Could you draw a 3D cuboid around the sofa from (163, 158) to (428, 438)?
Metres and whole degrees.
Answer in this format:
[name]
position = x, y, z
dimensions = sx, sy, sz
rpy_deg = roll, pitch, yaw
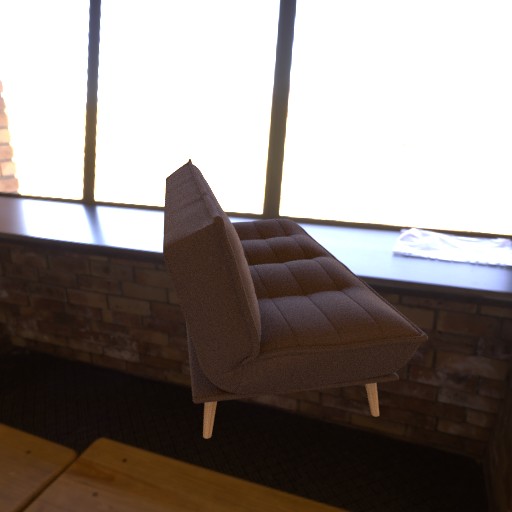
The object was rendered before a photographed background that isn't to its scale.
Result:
[sofa]
position = 0.000, 0.000, 2.437
dimensions = 0.950, 0.890, 1.940
rpy_deg = -3, 18, -10
